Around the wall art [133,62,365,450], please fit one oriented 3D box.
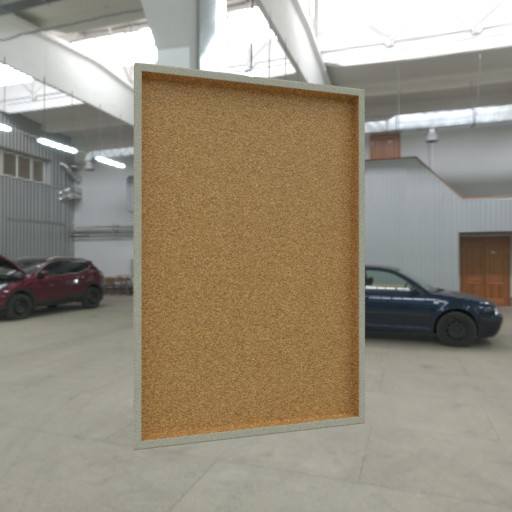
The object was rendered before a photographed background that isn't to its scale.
[{"bbox_3d":[0.000,0.000,1.148,0.610,0.914,0.038,0,0,-16],"label":"wall art"}]
